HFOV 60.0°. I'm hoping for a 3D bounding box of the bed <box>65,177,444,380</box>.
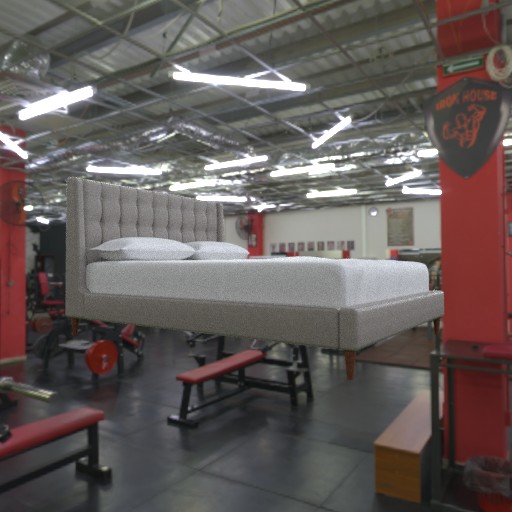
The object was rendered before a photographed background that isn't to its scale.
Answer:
[{"bbox_3d":[0.000,0.000,3.238,2.232,1.147,1.656,-1,-1,35],"label":"bed"}]
